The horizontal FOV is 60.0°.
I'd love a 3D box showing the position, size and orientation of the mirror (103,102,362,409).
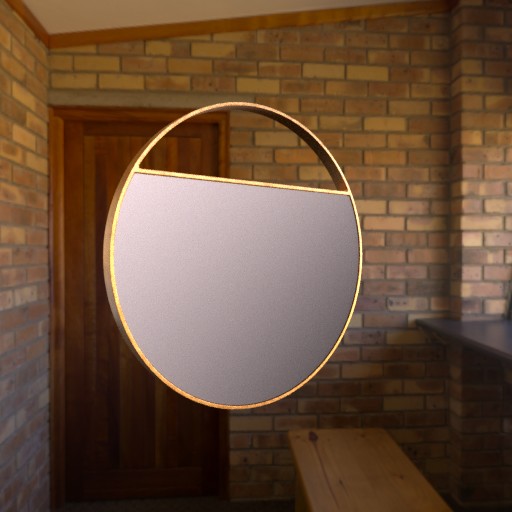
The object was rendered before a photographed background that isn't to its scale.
[{"bbox_3d":[0.000,0.000,0.843,0.565,0.565,0.032,-1,1,-36],"label":"mirror"}]
